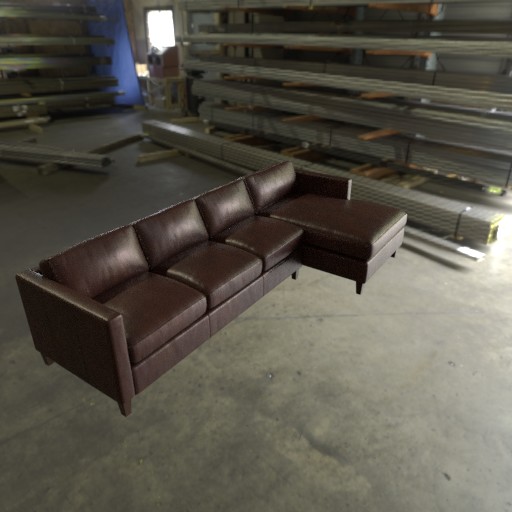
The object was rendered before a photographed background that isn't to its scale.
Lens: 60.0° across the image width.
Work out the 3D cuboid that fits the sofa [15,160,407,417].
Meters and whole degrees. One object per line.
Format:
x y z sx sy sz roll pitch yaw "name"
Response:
0.000 0.000 3.757 1.581 0.883 3.203 17 32 31 "sofa"
